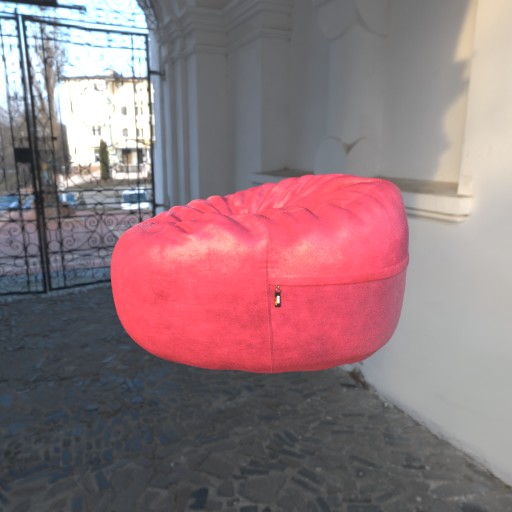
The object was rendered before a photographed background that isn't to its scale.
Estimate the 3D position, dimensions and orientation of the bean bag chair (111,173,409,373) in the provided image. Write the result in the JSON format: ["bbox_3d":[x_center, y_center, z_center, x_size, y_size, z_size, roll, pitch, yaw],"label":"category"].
[{"bbox_3d":[0.000,0.000,2.440,1.524,0.878,1.524,-2,14,-8],"label":"bean bag chair"}]
